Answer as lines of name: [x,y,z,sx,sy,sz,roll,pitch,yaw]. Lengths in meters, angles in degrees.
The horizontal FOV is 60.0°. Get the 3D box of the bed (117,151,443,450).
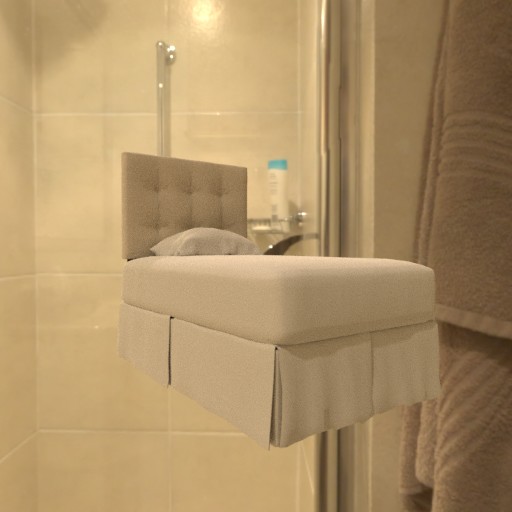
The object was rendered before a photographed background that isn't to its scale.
bed: [0.000,0.000,2.936,1.261,1.571,1.997,-1,1,-36]
